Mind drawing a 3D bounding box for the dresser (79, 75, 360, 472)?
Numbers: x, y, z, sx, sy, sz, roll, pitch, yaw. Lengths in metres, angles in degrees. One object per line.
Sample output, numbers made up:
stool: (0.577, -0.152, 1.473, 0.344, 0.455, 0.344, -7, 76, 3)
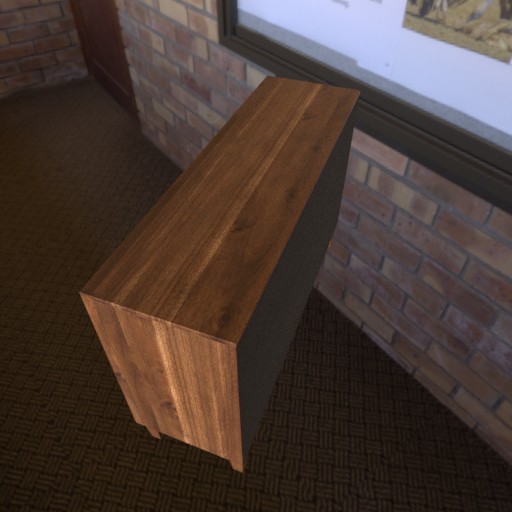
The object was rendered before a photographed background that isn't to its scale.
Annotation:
dresser: (0.000, 0.000, 1.838, 0.438, 0.892, 1.387, 15, 47, 15)
